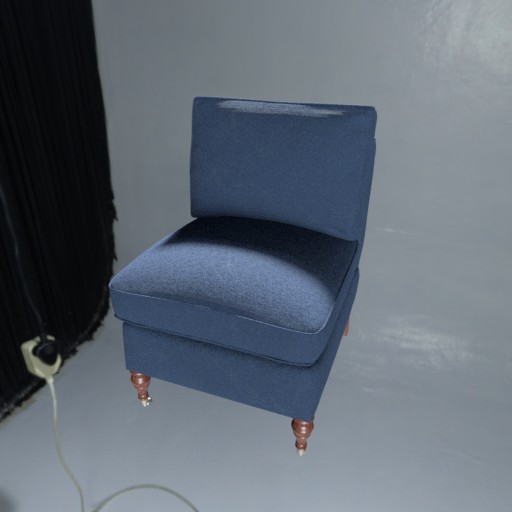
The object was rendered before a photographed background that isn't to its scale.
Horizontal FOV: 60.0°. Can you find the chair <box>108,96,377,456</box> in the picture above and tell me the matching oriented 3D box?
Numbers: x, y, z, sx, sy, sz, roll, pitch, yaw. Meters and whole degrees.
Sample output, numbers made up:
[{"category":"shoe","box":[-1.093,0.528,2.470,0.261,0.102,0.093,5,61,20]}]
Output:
[{"category":"chair","box":[0.000,0.000,1.668,0.724,1.052,0.912,10,30,18]}]
